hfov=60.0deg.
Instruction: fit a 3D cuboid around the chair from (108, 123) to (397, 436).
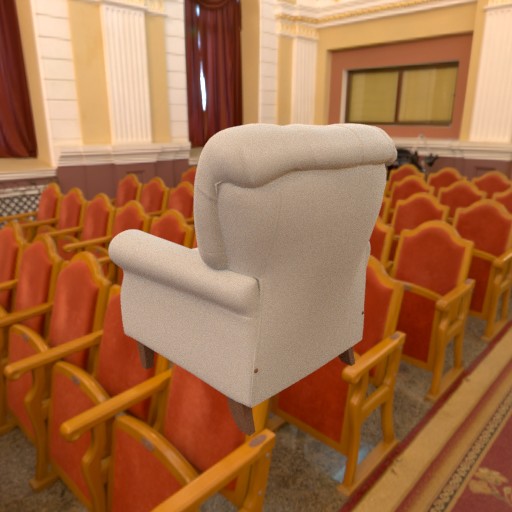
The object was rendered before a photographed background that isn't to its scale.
[{"bbox_3d":[0.000,0.000,2.124,1.128,1.217,1.090,16,23,42],"label":"chair"}]
